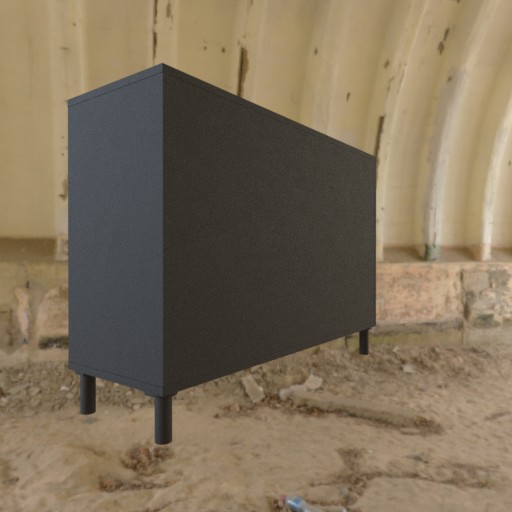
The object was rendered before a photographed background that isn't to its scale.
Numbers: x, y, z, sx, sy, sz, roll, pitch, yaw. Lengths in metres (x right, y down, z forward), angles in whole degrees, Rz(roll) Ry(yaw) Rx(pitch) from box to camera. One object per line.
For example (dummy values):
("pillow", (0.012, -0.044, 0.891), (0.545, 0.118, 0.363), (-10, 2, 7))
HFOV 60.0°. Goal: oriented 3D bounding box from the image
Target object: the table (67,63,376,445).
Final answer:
("table", (0.000, 0.000, 1.572), (0.400, 0.855, 1.200), (0, 0, 37))
